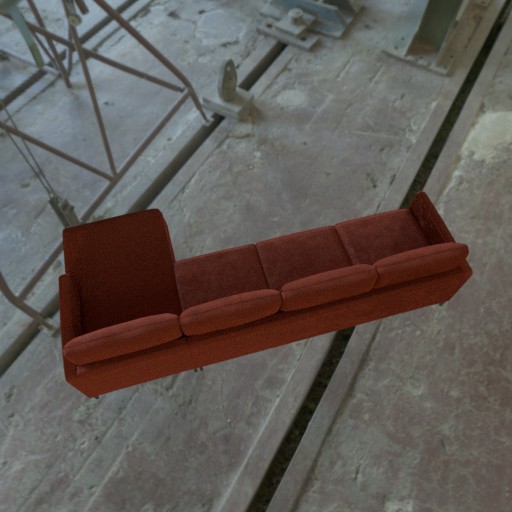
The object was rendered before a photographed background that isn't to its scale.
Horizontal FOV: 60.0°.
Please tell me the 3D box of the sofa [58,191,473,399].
[{"bbox_3d":[0.000,0.000,3.473,2.932,0.810,1.350,-13,60,-8],"label":"sofa"}]
